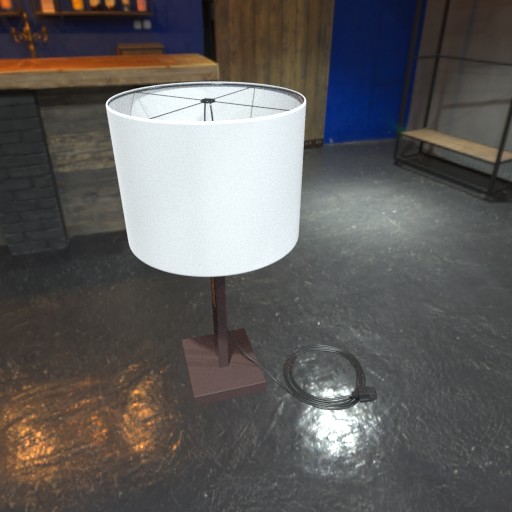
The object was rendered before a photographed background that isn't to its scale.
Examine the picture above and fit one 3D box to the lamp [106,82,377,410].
[{"bbox_3d":[0.000,0.000,0.975,0.525,0.668,0.396,-8,31,-14],"label":"lamp"}]
